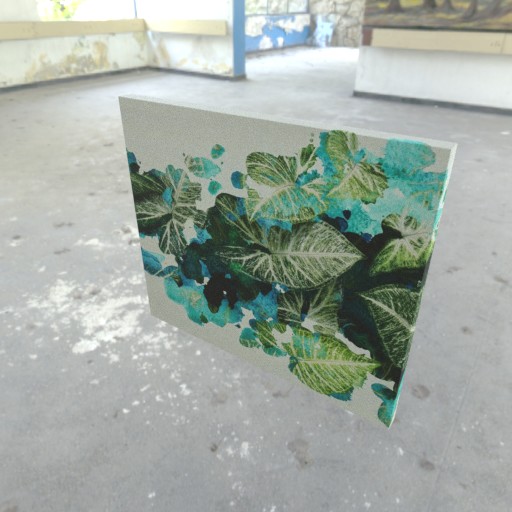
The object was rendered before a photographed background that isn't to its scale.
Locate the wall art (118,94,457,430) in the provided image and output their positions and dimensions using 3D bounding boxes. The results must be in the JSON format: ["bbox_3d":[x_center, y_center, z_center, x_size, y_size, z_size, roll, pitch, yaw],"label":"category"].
[{"bbox_3d":[0.000,0.000,0.980,0.711,0.610,0.043,19,35,29],"label":"wall art"}]
